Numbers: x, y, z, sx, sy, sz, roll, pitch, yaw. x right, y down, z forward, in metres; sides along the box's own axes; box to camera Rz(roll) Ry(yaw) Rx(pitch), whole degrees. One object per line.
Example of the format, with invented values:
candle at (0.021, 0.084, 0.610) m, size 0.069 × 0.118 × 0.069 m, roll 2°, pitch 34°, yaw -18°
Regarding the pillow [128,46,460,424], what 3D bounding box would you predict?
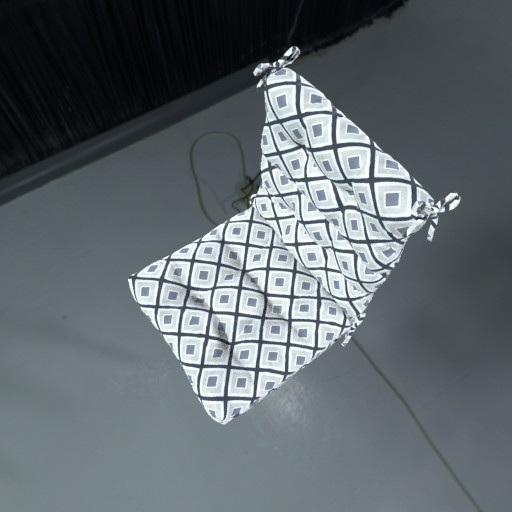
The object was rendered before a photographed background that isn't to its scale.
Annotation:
pillow at (0.000, 0.000, 1.045) m, size 0.571 × 0.605 × 0.519 m, roll -33°, pitch 67°, yaw -16°
